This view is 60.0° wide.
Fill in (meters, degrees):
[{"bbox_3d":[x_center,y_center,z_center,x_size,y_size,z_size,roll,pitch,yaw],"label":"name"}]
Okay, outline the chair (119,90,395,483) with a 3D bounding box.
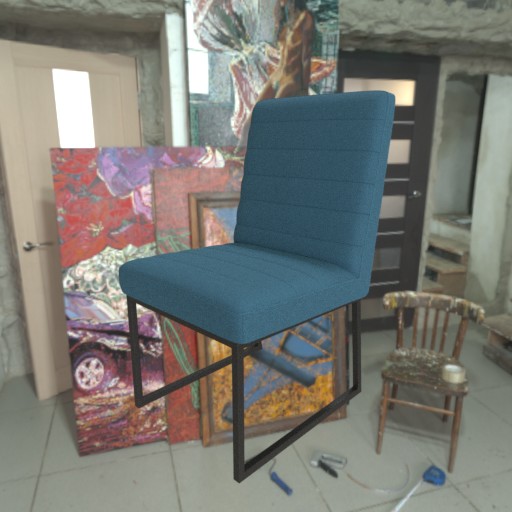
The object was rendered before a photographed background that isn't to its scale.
[{"bbox_3d":[0.000,0.000,1.305,0.520,0.930,0.634,14,20,42],"label":"chair"}]
